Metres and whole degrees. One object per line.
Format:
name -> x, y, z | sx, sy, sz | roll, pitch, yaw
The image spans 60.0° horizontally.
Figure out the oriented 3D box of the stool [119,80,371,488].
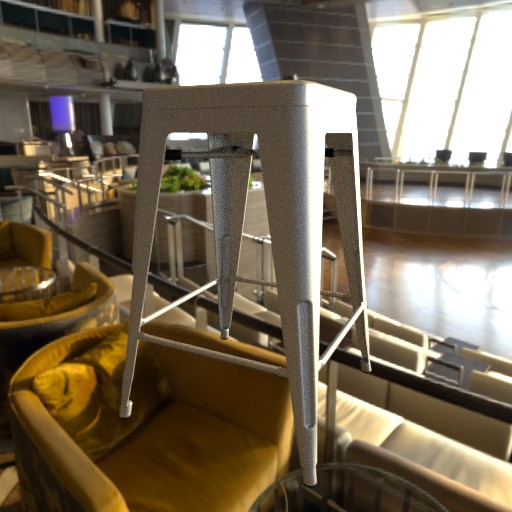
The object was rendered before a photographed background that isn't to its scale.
stool -> 0.000, 0.000, 0.872 | 0.406, 0.610, 0.406 | 8, 17, 26
